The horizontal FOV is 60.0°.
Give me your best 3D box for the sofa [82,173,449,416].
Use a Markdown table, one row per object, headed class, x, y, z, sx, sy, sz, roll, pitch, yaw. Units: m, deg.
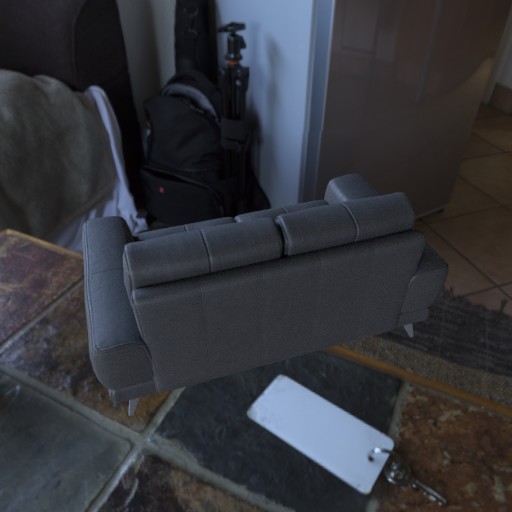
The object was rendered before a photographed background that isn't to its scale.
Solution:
| class | x | y | z | sx | sy | sz | roll | pitch | yaw |
| --- | --- | --- | --- | --- | --- | --- | --- | --- | --- |
| sofa | 0.000 | 0.000 | 2.447 | 1.806 | 0.907 | 1.018 | -12 | 42 | -14 |
